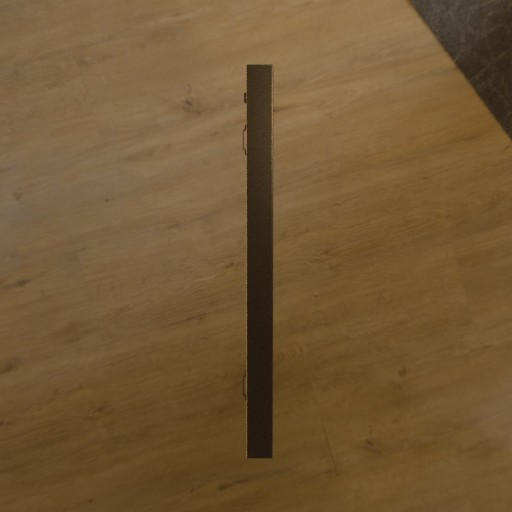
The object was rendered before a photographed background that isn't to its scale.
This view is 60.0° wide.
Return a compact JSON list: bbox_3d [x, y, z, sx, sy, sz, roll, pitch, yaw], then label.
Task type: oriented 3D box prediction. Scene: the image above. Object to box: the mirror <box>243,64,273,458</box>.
[{"bbox_3d":[0.000,0.000,0.924,0.039,0.710,0.507,0,92,0],"label":"mirror"}]
